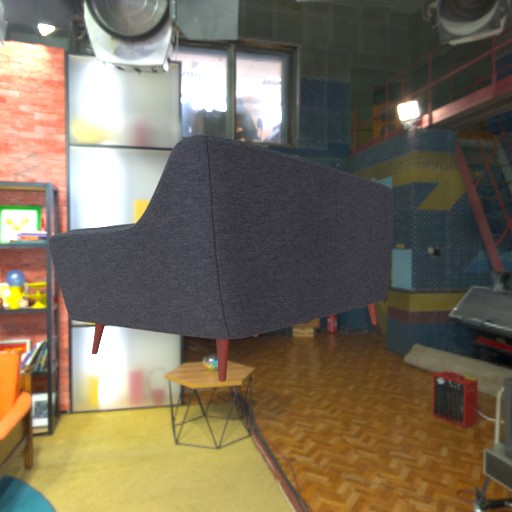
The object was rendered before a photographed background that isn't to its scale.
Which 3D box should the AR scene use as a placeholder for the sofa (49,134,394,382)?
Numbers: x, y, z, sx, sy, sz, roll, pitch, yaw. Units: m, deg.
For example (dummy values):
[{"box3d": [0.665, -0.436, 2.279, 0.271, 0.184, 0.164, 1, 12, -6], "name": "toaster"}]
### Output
[{"box3d": [0.000, 0.000, 2.454, 0.975, 0.896, 1.929, 1, 1, 37], "name": "sofa"}]
